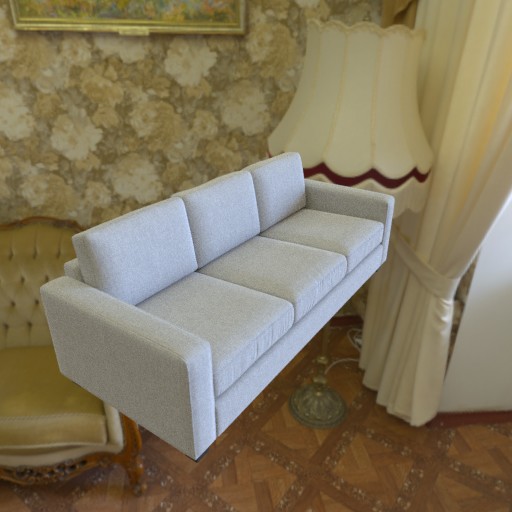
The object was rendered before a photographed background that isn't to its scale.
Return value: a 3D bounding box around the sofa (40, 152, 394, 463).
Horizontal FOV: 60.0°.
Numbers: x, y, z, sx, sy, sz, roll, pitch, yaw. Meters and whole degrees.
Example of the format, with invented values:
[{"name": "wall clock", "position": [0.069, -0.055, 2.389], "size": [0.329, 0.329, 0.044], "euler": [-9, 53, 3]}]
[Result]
[{"name": "sofa", "position": [0.000, 0.000, 2.572], "size": [0.900, 0.800, 2.120], "euler": [17, 31, 31]}]
